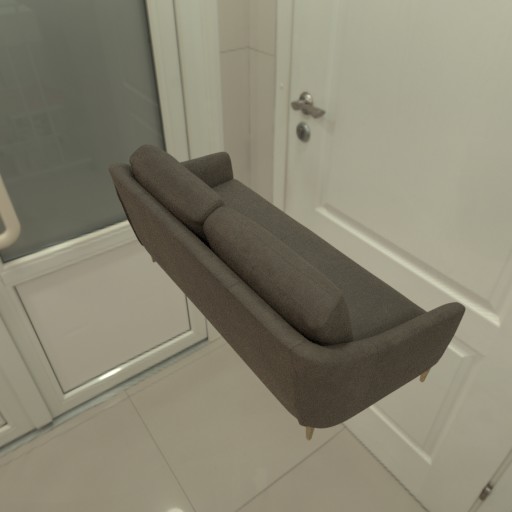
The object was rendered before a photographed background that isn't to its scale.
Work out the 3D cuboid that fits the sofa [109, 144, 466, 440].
[{"bbox_3d":[0.000,0.000,2.543,0.960,0.902,2.036,-25,45,-28],"label":"sofa"}]
